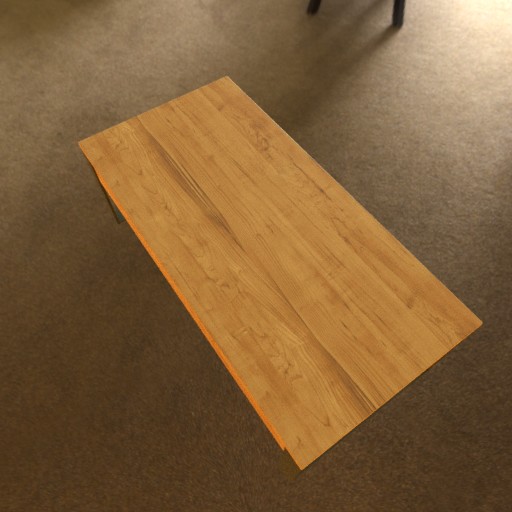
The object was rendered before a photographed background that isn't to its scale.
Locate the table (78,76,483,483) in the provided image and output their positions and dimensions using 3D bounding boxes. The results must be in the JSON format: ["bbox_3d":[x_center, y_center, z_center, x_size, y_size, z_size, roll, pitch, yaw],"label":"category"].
[{"bbox_3d":[0.000,0.000,1.454,0.590,0.400,1.180,-31,64,-17],"label":"table"}]
